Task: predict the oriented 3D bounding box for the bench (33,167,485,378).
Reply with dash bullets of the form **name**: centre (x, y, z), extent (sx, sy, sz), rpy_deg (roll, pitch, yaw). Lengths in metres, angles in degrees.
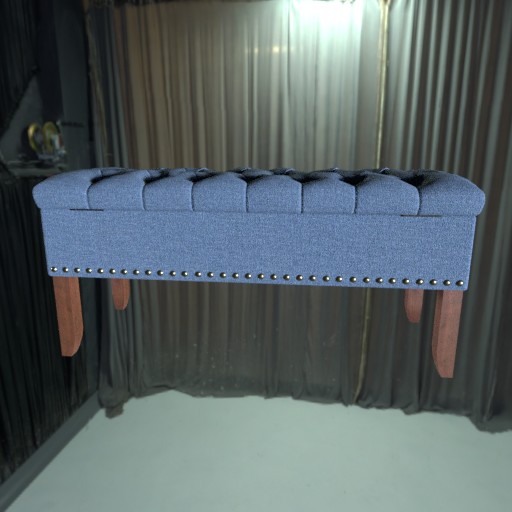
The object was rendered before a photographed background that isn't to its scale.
- **bench**: centre (0.000, 0.000, 1.261), extent (1.052, 0.492, 0.417), rpy_deg (2, 15, 6)
